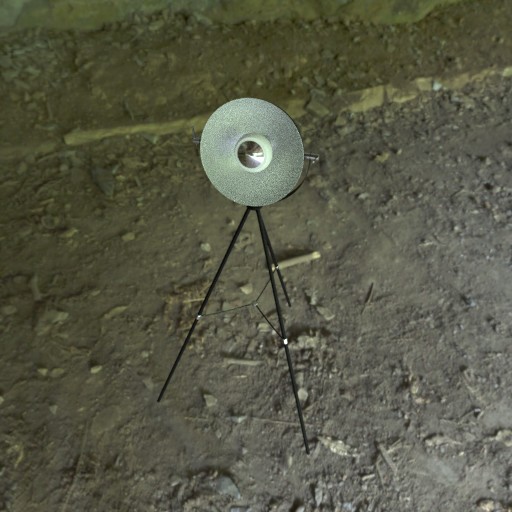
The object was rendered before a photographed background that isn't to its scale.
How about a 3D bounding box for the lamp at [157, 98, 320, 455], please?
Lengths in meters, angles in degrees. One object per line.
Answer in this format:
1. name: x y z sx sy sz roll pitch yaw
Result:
1. lamp: 0.000 0.000 2.038 0.817 1.512 0.920 11 41 13
